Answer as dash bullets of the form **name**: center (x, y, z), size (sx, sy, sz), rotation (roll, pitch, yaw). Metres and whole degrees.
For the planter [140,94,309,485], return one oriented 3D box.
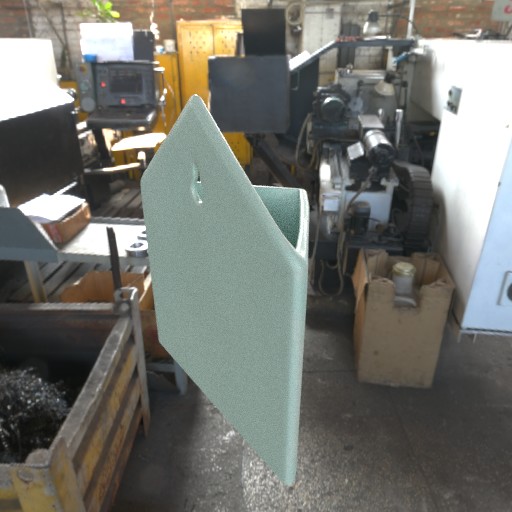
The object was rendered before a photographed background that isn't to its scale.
- **planter**: center (0.000, 0.000, 0.280), size (0.079, 0.197, 0.164), rotation (-18, 32, -32)
